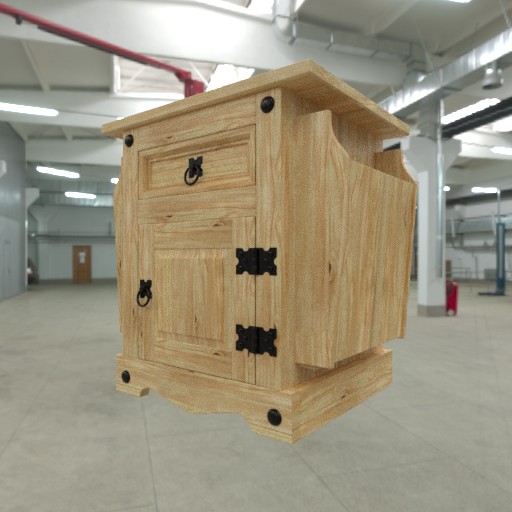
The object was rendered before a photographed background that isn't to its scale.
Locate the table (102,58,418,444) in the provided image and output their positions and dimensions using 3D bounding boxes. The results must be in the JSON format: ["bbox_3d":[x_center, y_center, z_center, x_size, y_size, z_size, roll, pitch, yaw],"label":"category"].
[{"bbox_3d":[0.000,0.000,0.868,0.530,0.515,0.380,0,0,38],"label":"table"}]
